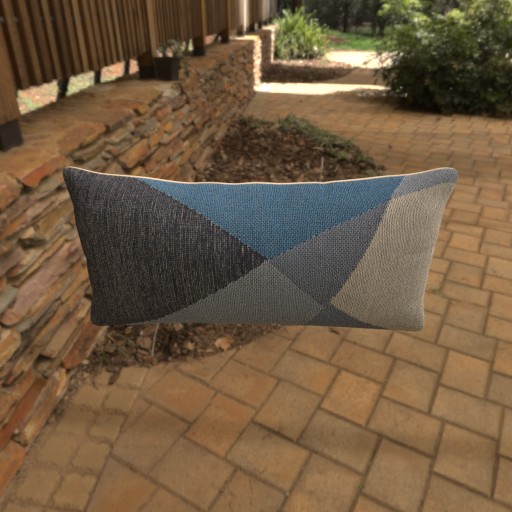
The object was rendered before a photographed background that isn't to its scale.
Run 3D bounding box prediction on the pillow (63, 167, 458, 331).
[{"bbox_3d":[0.000,0.000,0.735,0.604,0.307,0.148,1,30,1],"label":"pillow"}]
